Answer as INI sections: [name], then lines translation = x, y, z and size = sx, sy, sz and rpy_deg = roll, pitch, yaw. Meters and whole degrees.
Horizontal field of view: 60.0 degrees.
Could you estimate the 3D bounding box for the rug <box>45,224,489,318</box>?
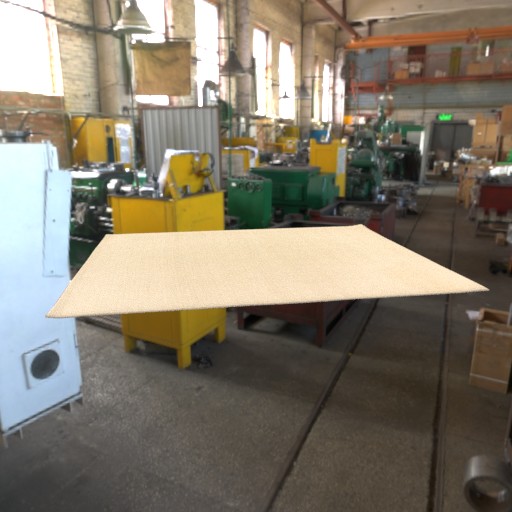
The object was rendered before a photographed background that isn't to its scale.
[rug]
translation = 0.000, 0.000, 3.903
size = 2.897, 0.035, 2.277
rpy_deg = -3, 16, -9
